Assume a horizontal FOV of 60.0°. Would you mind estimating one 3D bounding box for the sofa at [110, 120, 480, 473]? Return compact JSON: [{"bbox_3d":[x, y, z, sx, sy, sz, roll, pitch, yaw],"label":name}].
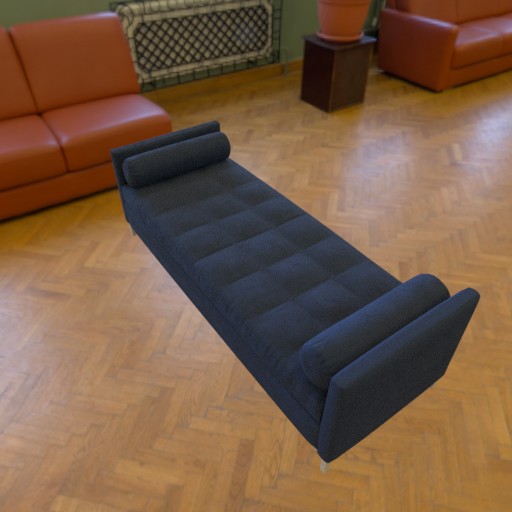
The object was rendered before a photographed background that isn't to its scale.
[{"bbox_3d":[0.000,0.000,2.468,0.797,0.657,2.102,-25,46,-26],"label":"sofa"}]
